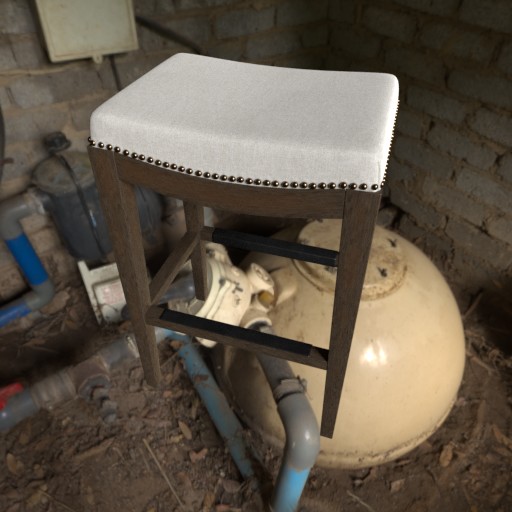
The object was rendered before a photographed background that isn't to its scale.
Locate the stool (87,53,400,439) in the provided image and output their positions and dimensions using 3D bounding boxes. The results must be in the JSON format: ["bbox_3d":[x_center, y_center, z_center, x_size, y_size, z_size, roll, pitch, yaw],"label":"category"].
[{"bbox_3d":[0.000,0.000,1.011,0.498,0.759,0.358,12,42,13],"label":"stool"}]
